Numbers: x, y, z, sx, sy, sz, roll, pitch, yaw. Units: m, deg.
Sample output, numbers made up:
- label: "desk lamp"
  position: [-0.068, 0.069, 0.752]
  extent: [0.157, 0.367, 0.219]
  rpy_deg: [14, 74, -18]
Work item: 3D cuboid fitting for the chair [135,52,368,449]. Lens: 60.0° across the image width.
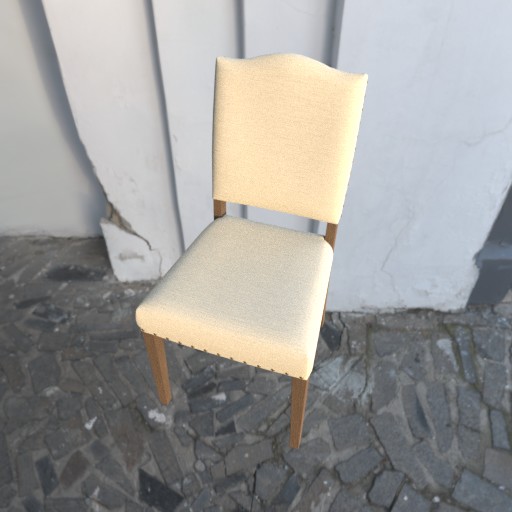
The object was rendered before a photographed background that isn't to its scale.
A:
- label: "chair"
  position: [0.000, 0.000, 1.352]
  extent: [0.508, 1.015, 0.619]
  rpy_deg: [13, 44, 14]
